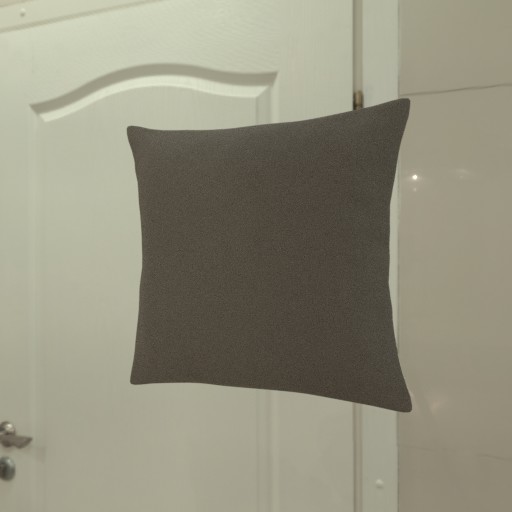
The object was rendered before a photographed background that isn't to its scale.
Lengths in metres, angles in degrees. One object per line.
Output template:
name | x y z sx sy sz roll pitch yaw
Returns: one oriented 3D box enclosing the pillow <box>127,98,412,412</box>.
pillow | 0.000 0.000 0.791 0.526 0.507 0.166 0 0 18
